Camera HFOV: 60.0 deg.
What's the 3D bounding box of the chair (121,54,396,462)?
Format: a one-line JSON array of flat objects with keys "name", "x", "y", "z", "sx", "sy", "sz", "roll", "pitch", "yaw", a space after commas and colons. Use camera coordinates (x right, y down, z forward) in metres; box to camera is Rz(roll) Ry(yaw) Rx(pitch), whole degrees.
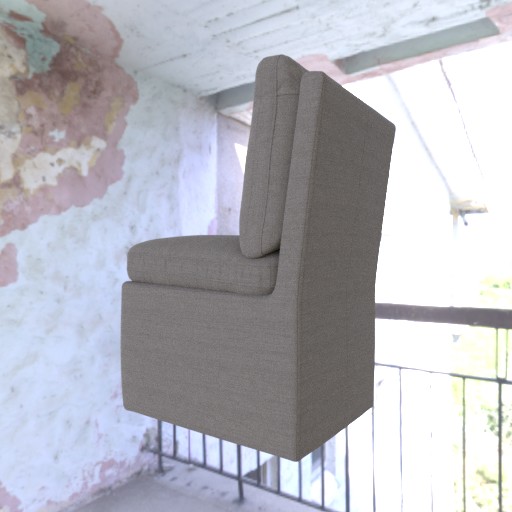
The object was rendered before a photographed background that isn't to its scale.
[{"name": "chair", "x": 0.000, "y": 0.000, "z": 1.328, "sx": 0.698, "sy": 0.927, "sz": 0.503, "roll": 0, "pitch": 0, "yaw": 36}]
